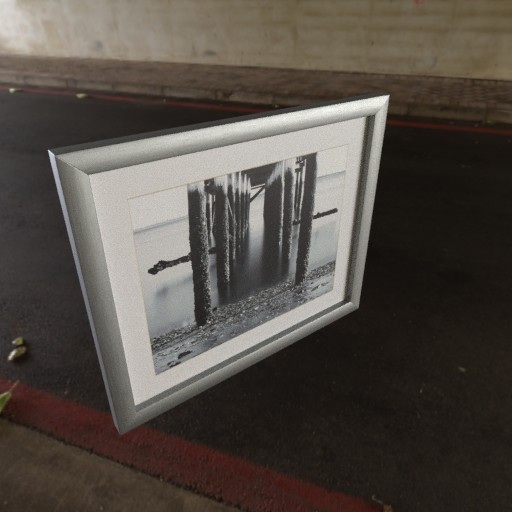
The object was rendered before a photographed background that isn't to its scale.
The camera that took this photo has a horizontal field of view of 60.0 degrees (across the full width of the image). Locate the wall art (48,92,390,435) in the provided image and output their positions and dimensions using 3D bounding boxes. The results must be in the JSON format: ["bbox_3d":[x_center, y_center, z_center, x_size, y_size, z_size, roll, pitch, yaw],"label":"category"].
[{"bbox_3d":[0.000,0.000,0.740,0.556,0.457,0.028,-21,36,-31],"label":"wall art"}]
